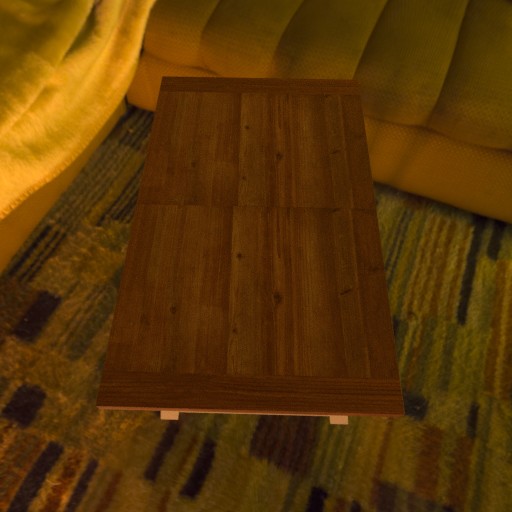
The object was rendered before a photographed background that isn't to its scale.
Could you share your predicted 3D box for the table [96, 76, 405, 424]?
[{"bbox_3d":[0.000,0.000,2.020,0.922,0.743,1.503,1,60,1],"label":"table"}]
